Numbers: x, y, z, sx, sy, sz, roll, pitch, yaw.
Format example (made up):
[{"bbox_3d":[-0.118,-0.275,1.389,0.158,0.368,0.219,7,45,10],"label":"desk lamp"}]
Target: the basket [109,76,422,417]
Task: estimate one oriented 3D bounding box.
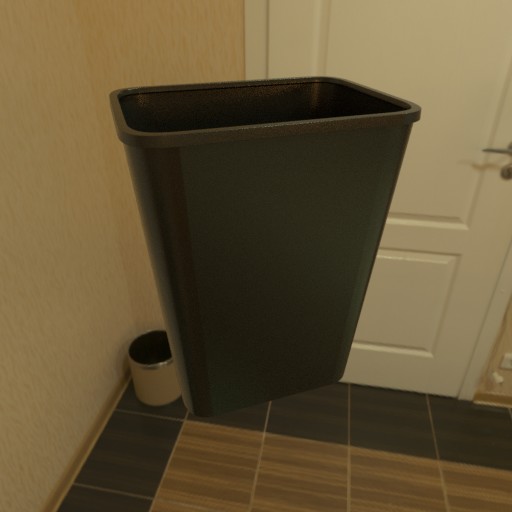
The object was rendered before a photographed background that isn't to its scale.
[{"bbox_3d":[0.000,0.000,0.761,0.394,0.521,0.287,-10,33,-16],"label":"basket"}]
